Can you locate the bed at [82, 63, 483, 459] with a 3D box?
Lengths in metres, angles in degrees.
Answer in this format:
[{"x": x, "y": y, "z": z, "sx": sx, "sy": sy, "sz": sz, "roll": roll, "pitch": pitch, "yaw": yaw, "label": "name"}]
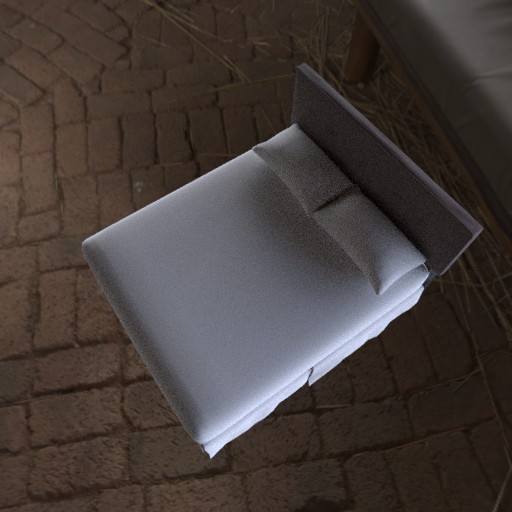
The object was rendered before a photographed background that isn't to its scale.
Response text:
[{"x": 0.000, "y": 0.000, "z": 2.892, "sx": 1.894, "sy": 1.089, "sz": 1.610, "roll": -32, "pitch": 67, "yaw": -15, "label": "bed"}]
